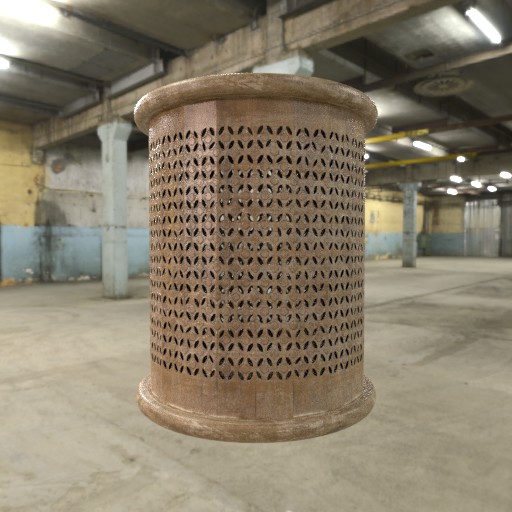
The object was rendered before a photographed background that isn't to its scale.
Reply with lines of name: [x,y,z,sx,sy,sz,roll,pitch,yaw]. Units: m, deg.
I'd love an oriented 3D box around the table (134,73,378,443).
table: [0.000,0.000,0.773,0.407,0.482,0.407,0,1,0]
